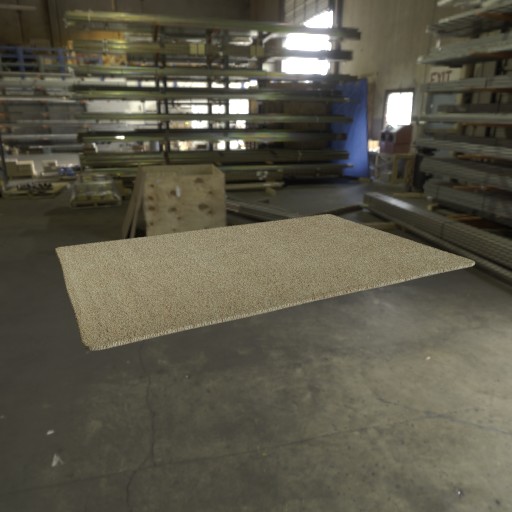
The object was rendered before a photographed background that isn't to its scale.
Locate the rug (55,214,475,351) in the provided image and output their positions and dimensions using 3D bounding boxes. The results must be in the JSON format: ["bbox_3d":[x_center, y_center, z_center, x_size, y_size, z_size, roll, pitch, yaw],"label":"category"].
[{"bbox_3d":[0.000,0.000,3.381,2.700,0.024,1.801,-9,20,-26],"label":"rug"}]
